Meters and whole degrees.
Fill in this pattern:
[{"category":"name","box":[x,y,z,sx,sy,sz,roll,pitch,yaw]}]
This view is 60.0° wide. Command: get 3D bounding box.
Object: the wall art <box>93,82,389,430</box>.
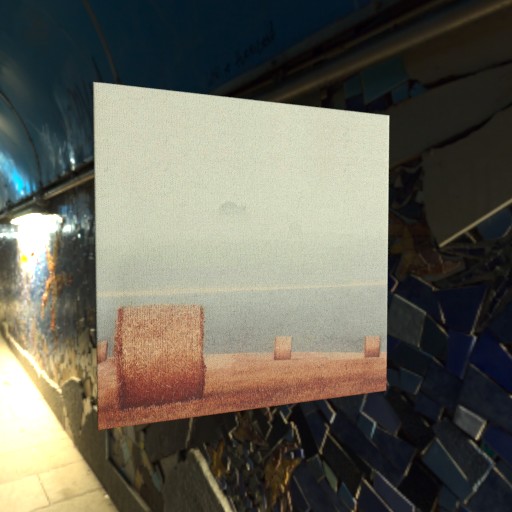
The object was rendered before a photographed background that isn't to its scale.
[{"category":"wall art","box":[0.000,0.000,0.886,0.605,0.605,0.034,-1,2,-20]}]
